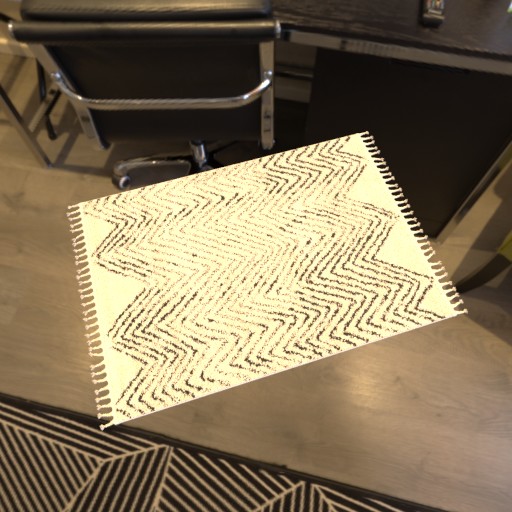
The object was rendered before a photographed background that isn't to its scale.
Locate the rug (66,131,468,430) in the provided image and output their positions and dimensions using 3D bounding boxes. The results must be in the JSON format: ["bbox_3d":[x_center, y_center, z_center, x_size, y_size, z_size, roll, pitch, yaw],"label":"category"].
[{"bbox_3d":[0.000,0.000,2.333,1.847,0.014,1.230,-16,65,-8],"label":"rug"}]
